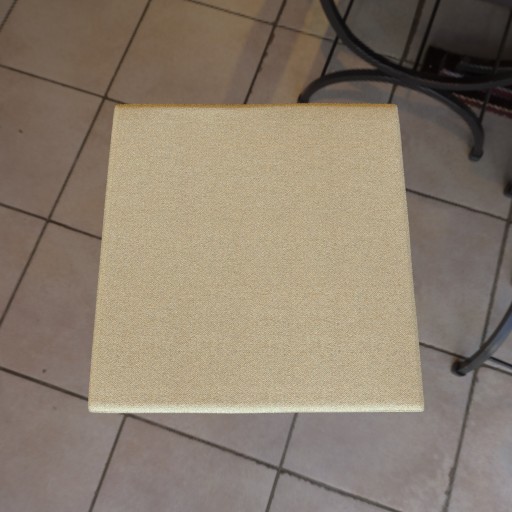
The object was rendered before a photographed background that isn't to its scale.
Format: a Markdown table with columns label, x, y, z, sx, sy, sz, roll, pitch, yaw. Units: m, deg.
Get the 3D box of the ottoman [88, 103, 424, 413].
| label | x | y | z | sx | sy | sz | roll | pitch | yaw |
| --- | --- | --- | --- | --- | --- | --- | --- | --- | --- |
| ottoman | 0.000 | 0.000 | 1.531 | 0.968 | 0.379 | 1.004 | 0 | 76 | 0 |
